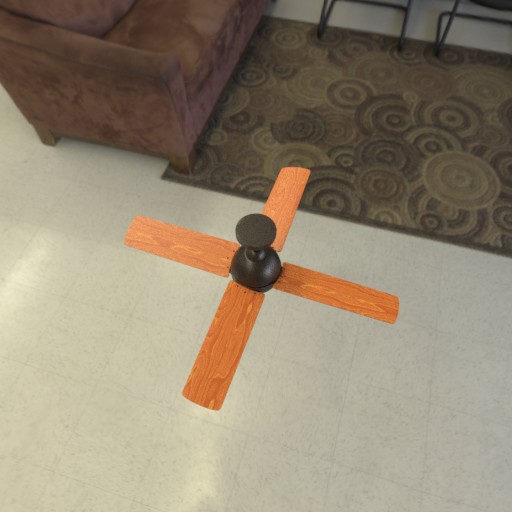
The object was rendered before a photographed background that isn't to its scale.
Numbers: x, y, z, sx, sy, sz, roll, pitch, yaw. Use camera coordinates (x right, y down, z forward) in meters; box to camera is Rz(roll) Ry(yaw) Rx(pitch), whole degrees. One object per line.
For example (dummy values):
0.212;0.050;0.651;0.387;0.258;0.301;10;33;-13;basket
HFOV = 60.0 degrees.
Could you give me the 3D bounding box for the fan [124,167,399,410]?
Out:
0.000;0.000;1.985;1.332;0.403;1.332;17;59;10;fan
